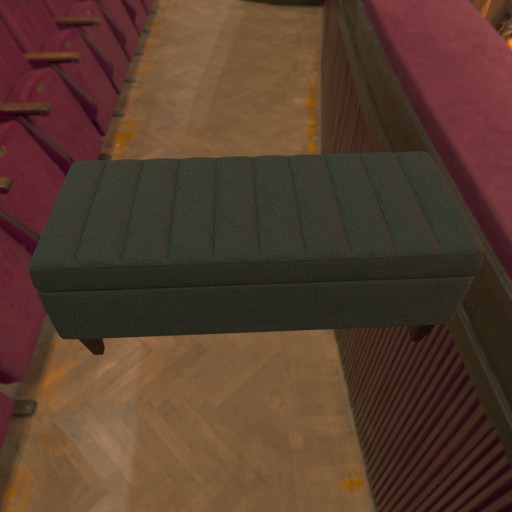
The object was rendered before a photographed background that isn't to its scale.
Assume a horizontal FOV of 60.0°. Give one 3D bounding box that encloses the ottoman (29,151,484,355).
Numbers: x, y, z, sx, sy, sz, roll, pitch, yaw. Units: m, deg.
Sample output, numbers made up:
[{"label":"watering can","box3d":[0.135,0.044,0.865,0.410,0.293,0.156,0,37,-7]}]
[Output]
[{"label":"ottoman","box3d":[0.000,0.000,1.398,1.151,0.469,0.482,-2,46,-2]}]
